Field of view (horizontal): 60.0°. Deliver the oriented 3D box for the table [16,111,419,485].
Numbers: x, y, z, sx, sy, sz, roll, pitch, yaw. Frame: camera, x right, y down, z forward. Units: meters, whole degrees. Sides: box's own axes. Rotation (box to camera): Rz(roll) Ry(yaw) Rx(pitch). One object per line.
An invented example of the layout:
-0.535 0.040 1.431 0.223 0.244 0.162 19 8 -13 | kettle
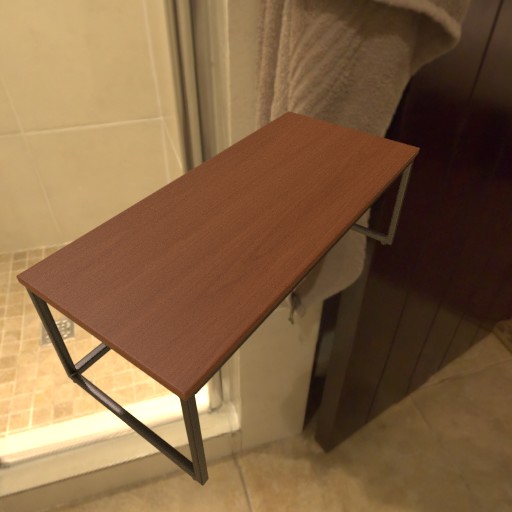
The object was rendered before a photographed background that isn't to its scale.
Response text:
0.000 0.000 1.324 0.500 0.400 1.100 25 47 26 | table
